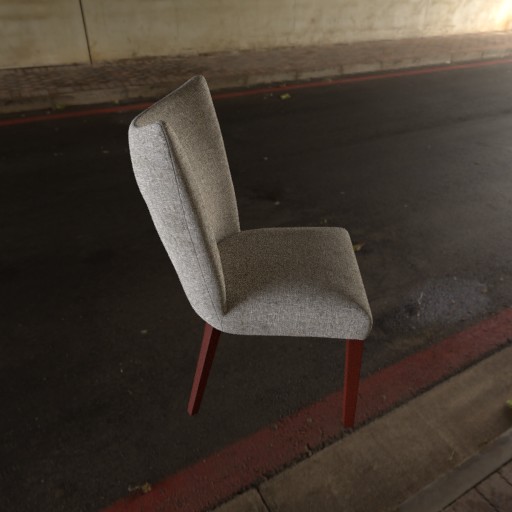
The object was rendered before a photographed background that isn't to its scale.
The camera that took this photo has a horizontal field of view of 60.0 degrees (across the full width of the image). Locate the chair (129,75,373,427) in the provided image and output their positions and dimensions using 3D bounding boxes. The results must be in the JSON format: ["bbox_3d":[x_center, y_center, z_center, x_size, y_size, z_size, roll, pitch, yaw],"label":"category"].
[{"bbox_3d":[0.000,0.000,1.315,0.623,0.924,0.535,1,32,2],"label":"chair"}]
